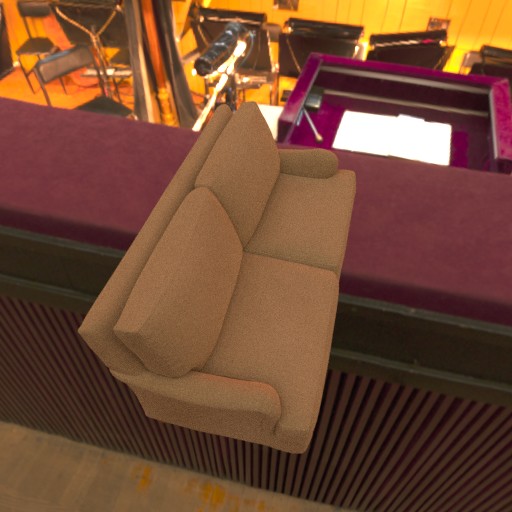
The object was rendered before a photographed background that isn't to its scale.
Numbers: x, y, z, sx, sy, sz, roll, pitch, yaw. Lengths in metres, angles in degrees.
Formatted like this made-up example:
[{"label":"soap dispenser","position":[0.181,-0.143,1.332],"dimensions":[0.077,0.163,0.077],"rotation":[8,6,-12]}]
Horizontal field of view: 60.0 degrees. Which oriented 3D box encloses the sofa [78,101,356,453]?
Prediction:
[{"label":"sofa","position":[0.000,0.000,2.760],"dimensions":[1.091,0.997,2.070],"rotation":[11,48,10]}]
